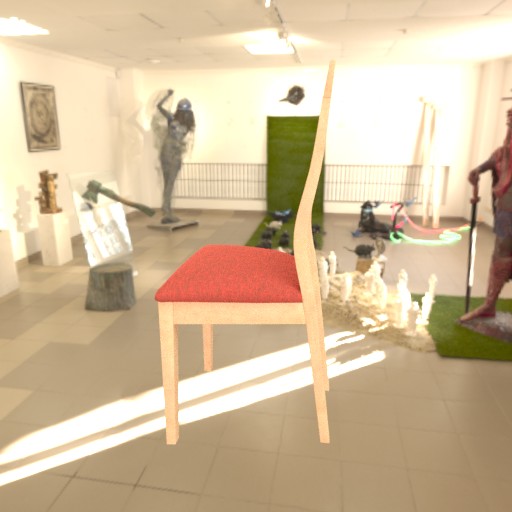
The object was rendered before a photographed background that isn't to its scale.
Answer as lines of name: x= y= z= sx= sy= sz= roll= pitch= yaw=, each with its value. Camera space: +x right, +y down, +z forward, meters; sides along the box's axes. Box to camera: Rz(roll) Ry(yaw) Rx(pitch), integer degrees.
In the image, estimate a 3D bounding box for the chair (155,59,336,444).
chair: x=0.000 y=0.000 z=1.312 sx=0.474 sy=1.027 sz=0.460 roll=2 pitch=16 yaw=9
